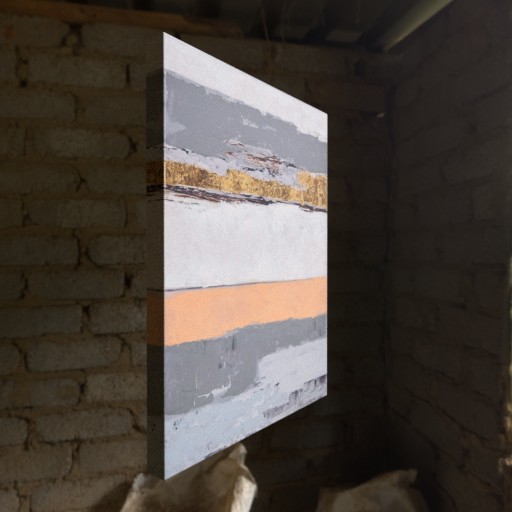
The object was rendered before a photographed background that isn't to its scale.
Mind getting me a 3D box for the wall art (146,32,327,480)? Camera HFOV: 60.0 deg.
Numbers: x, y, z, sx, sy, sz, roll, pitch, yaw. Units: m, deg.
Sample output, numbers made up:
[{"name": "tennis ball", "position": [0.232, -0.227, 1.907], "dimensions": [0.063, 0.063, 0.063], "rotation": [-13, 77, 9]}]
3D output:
[{"name": "wall art", "position": [0.000, 0.000, 0.790], "dimensions": [0.038, 0.609, 0.456], "rotation": [1, 1, 38]}]
